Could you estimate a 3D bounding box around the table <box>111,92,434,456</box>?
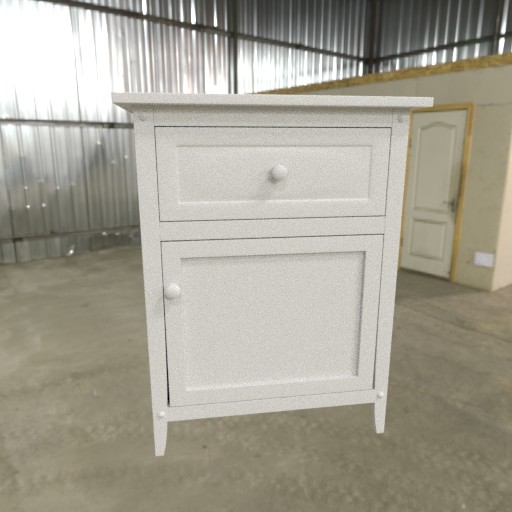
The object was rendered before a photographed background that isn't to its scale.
[{"bbox_3d":[0.000,0.000,0.755,0.381,0.483,0.381,-2,15,-9],"label":"table"}]
